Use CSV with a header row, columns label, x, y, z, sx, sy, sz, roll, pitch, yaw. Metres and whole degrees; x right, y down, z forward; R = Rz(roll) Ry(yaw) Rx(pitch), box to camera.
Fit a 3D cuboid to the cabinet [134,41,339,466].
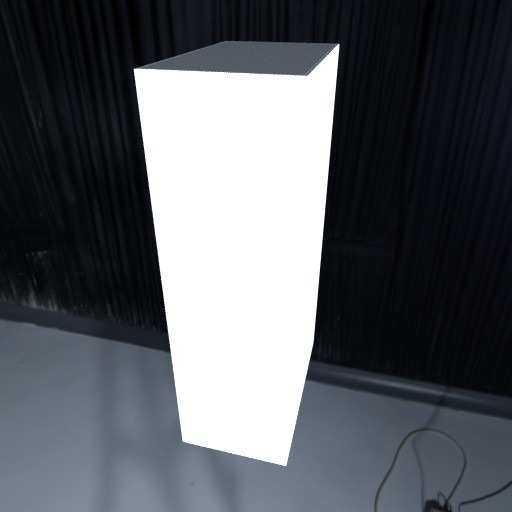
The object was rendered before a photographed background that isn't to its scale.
label,x,y,z,sx,sy,sz,roll,pitch,yaw
cabinet,0.000,0.000,2.302,0.580,1.920,0.980,8,32,12
